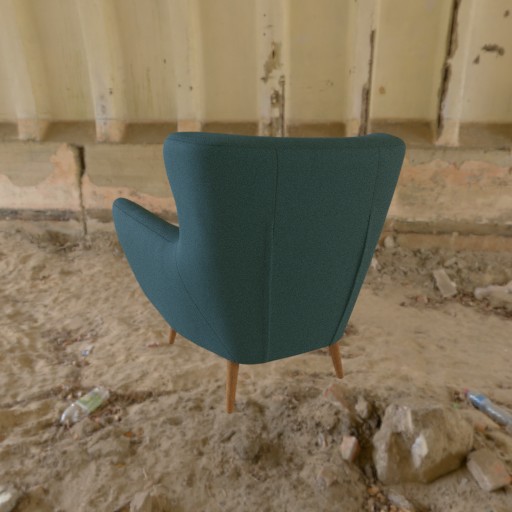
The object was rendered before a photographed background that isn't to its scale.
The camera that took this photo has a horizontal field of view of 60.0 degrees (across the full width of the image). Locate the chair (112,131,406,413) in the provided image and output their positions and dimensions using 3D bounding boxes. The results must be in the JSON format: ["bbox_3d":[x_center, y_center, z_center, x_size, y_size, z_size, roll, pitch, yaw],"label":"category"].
[{"bbox_3d":[0.000,0.000,1.661,0.890,0.889,0.889,-8,17,-27],"label":"chair"}]
